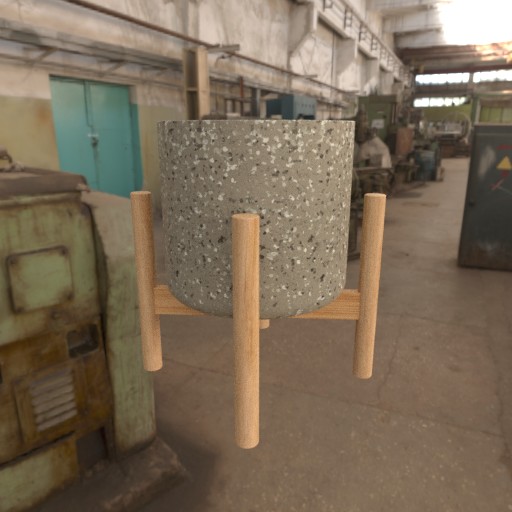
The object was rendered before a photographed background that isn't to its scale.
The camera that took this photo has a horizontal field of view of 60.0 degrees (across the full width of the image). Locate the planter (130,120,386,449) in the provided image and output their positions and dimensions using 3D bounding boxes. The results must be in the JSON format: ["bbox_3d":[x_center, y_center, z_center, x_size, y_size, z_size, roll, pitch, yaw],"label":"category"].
[{"bbox_3d":[0.000,0.000,0.552,0.284,0.320,0.284,8,18,25],"label":"planter"}]
